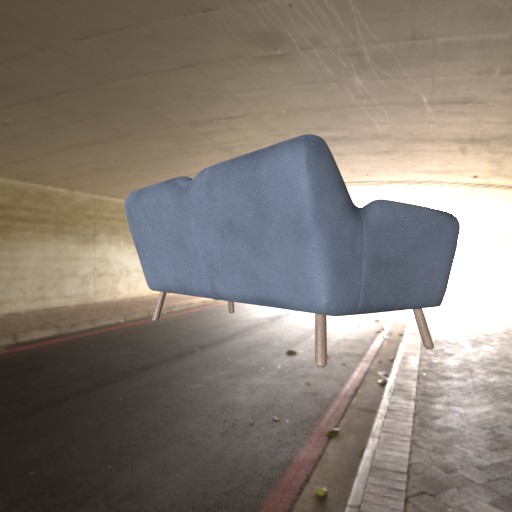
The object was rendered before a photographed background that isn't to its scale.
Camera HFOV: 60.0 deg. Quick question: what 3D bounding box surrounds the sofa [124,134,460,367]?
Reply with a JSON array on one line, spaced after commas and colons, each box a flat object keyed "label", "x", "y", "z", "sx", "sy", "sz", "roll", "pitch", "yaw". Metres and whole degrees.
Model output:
[{"label": "sofa", "x": 0.000, "y": 0.000, "z": 2.351, "sx": 0.850, "sy": 0.810, "sz": 1.870, "roll": 0, "pitch": 0, "yaw": -36}]
